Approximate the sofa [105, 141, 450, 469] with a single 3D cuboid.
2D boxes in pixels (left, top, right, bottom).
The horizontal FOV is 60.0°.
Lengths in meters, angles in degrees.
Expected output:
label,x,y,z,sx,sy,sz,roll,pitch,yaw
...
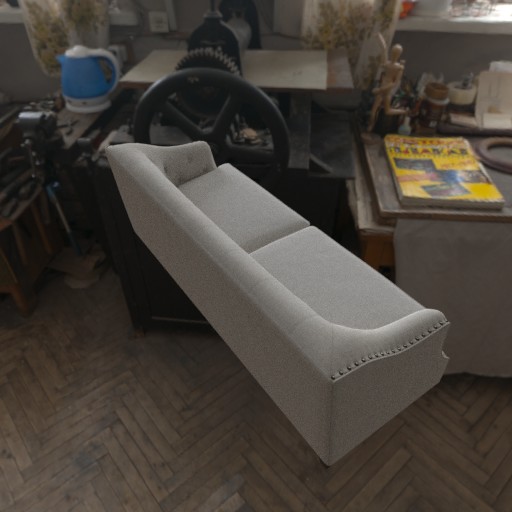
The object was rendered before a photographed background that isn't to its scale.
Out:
label,x,y,z,sx,sy,sz,roll,pitch,yaw
sofa,0.000,0.000,2.697,0.914,0.901,2.235,-24,45,-26
